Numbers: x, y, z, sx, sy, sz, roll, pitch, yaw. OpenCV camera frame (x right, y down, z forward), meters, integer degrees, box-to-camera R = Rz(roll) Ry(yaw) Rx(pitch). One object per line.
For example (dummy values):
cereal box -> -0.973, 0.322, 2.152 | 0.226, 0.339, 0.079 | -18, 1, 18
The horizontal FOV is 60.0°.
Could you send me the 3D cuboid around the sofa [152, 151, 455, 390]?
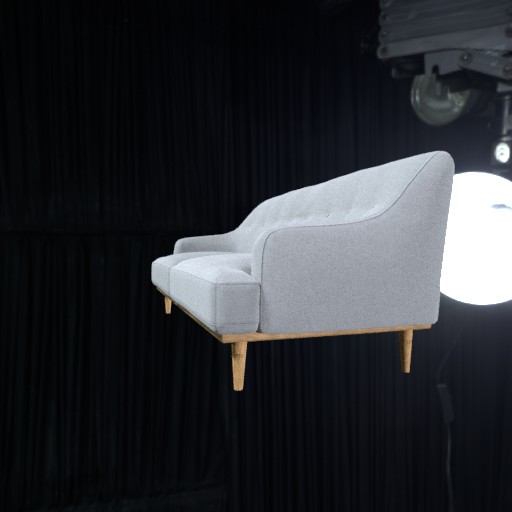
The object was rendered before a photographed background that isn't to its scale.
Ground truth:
sofa -> 0.000, 0.000, 2.501 | 0.978, 0.871, 2.057 | 0, 1, -19
